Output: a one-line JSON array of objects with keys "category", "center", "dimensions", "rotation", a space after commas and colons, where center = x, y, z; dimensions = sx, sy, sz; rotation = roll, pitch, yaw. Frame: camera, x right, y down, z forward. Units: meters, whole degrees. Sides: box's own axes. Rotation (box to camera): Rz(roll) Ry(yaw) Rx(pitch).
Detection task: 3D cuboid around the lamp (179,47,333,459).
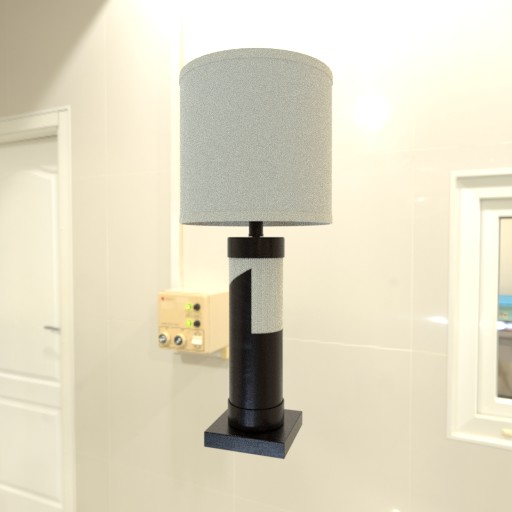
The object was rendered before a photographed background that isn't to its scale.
[{"category": "lamp", "center": [0.000, 0.000, 0.621], "dimensions": [0.211, 0.509, 0.211], "rotation": [1, 2, 18]}]
